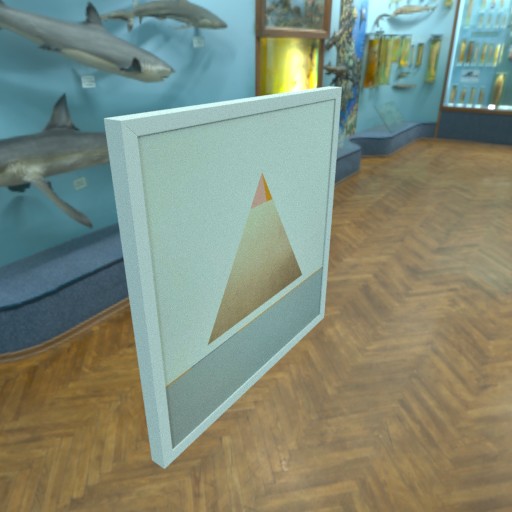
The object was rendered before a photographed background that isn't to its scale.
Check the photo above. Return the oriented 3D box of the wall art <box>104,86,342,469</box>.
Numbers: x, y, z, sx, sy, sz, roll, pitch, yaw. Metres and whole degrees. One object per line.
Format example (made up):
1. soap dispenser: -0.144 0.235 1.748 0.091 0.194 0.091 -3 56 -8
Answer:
1. wall art: 0.000 0.000 1.135 0.041 0.765 0.768 17 30 32
